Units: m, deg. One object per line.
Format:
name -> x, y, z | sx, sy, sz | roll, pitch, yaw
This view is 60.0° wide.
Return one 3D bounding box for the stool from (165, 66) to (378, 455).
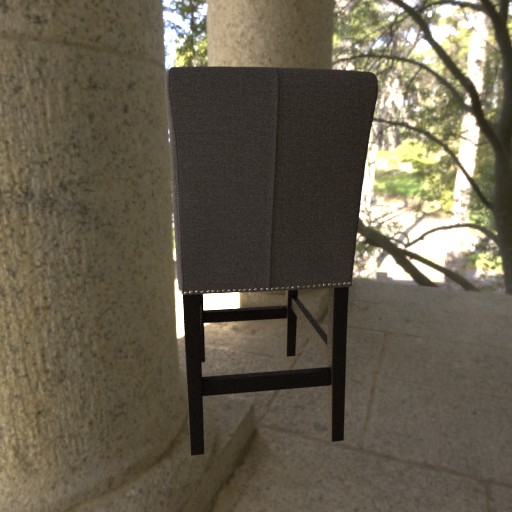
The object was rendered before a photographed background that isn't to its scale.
stool -> 0.000, 0.000, 1.212 | 0.427, 0.885, 0.571 | -2, 15, -9
